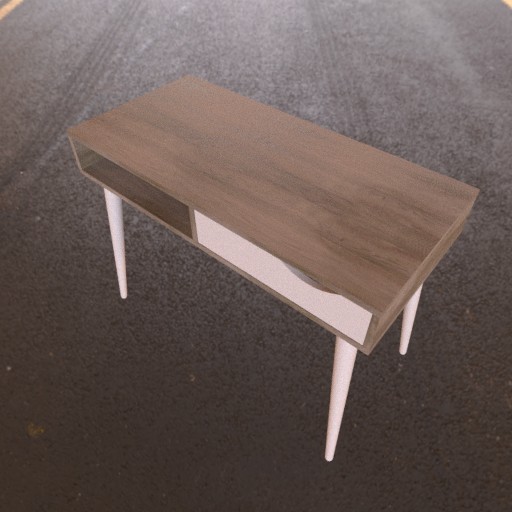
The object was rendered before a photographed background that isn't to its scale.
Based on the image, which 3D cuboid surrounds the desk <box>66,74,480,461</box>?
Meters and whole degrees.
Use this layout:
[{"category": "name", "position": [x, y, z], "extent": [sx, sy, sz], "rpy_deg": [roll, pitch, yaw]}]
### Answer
[{"category": "desk", "position": [0.000, 0.000, 1.393], "extent": [0.979, 0.723, 0.491], "rpy_deg": [31, 53, 27]}]
